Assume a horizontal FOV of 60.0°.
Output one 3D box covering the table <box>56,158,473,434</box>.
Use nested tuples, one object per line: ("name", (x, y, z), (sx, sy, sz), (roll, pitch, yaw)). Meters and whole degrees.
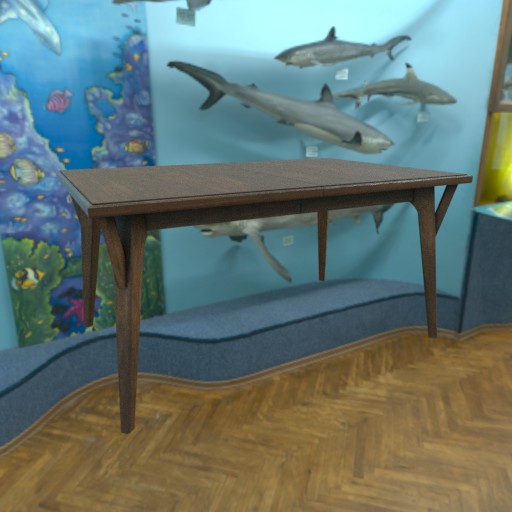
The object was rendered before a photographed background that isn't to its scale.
("table", (0.000, 0.000, 2.035), (1.524, 0.761, 0.990), (-9, 19, -26))
